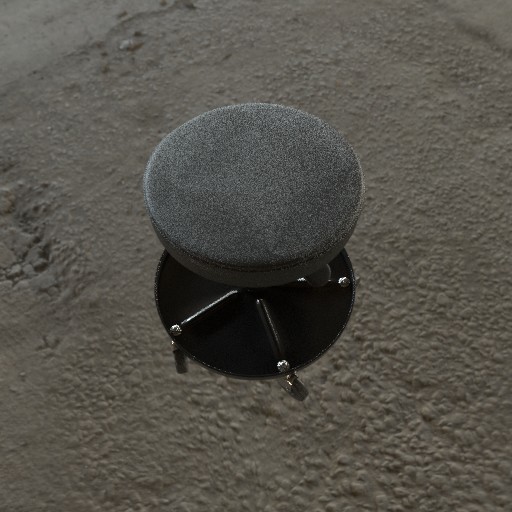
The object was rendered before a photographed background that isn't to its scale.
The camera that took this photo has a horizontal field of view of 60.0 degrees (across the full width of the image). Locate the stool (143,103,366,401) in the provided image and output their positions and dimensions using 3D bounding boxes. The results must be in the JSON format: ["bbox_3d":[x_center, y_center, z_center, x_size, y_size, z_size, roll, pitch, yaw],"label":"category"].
[{"bbox_3d":[0.000,0.000,0.691,0.381,0.365,0.382,-36,65,-20],"label":"stool"}]
